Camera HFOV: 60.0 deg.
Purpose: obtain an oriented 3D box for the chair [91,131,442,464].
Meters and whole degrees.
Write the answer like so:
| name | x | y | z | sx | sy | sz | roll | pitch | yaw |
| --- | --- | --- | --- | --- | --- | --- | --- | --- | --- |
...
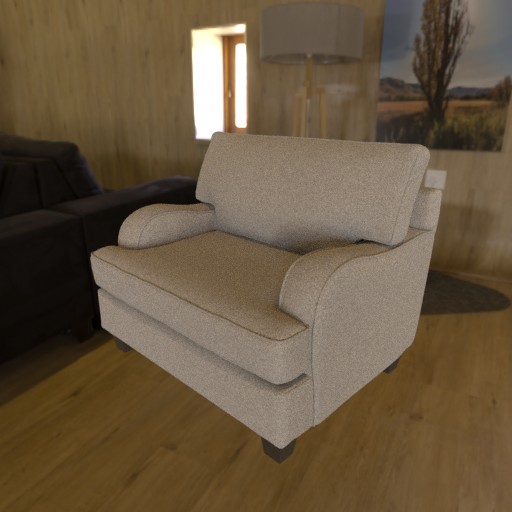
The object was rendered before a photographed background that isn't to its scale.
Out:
| name | x | y | z | sx | sy | sz | roll | pitch | yaw |
| --- | --- | --- | --- | --- | --- | --- | --- | --- | --- |
| chair | 0.000 | 0.000 | 1.992 | 1.220 | 1.016 | 1.040 | 18 | 26 | 41 |
